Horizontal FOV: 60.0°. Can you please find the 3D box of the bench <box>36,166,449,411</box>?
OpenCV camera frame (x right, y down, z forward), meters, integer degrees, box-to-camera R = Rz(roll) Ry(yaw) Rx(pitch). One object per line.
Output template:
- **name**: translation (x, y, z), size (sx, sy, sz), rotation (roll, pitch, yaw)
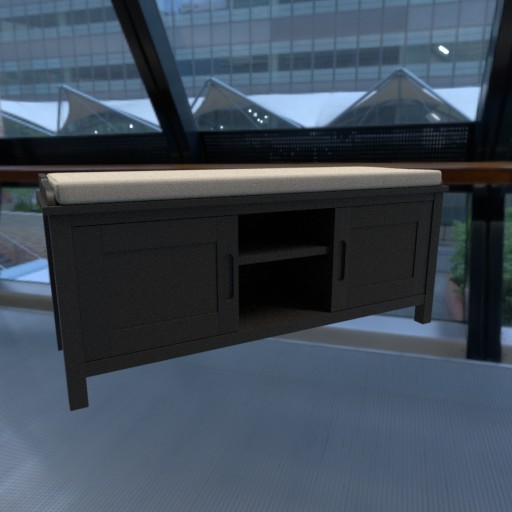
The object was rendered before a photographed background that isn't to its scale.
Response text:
- **bench**: translation (0.000, 0.000, 1.334), size (1.140, 0.501, 0.398), rotation (-7, 15, -27)
